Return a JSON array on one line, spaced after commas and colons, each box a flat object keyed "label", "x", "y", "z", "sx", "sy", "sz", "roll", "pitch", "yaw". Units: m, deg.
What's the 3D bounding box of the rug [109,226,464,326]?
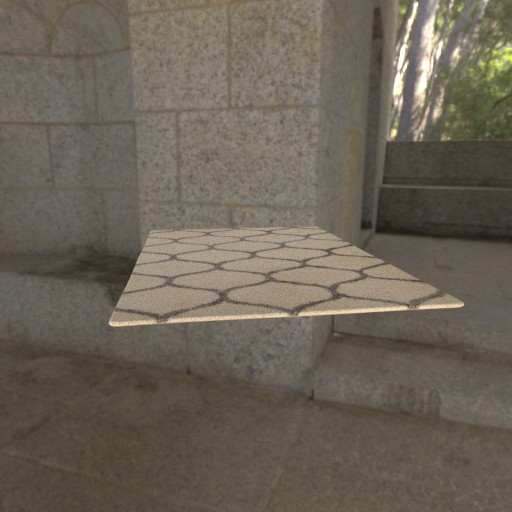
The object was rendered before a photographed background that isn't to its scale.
[{"label": "rug", "x": 0.000, "y": 0.000, "z": 3.475, "sx": 1.801, "sy": 0.026, "sz": 2.701, "roll": -2, "pitch": 13, "yaw": -9}]
